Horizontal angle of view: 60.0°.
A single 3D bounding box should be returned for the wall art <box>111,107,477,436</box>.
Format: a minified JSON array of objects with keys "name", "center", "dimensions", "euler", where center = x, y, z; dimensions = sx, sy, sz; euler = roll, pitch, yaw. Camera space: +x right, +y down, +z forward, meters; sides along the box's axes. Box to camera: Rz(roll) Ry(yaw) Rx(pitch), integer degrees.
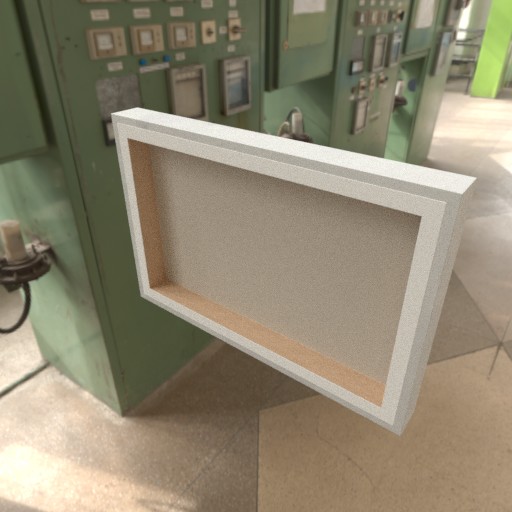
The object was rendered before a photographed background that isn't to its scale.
[{"name":"wall art","center":[0.000,0.000,0.478],"dimensions":[0.381,0.254,0.038],"euler":[21,37,31]}]
